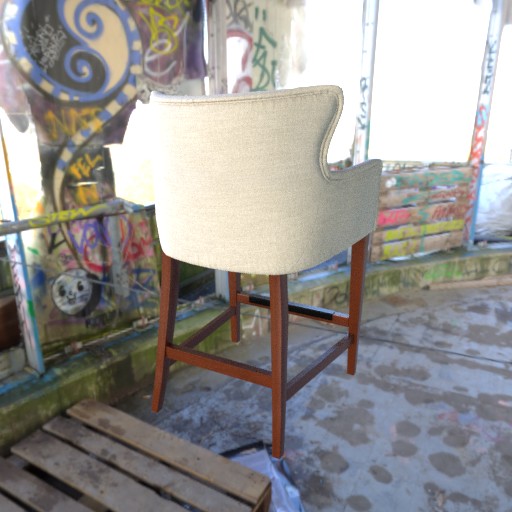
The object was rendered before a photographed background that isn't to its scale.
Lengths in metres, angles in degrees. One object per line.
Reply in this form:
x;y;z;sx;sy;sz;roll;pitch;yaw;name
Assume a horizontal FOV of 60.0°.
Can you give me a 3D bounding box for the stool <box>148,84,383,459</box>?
0.000;0.000;1.409;0.615;0.987;0.637;9;20;28;stool
